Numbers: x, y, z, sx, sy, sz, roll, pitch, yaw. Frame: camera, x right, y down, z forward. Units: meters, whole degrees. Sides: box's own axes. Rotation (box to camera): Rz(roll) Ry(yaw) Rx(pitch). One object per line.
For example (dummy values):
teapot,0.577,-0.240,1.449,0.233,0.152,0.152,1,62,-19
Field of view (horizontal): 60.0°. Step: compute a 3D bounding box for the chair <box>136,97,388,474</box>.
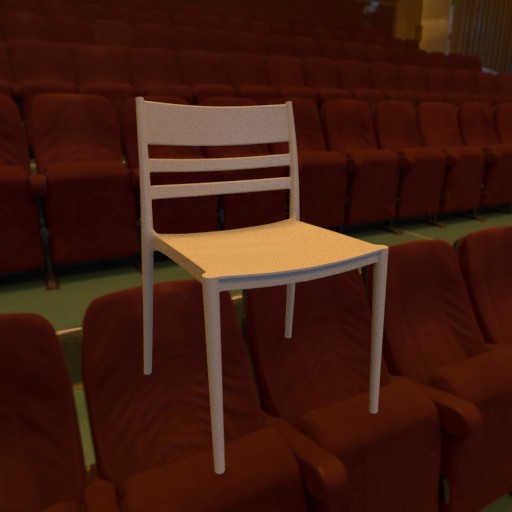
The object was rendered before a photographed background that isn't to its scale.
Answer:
chair,0.000,0.000,1.171,0.531,0.800,0.511,-9,19,-27
